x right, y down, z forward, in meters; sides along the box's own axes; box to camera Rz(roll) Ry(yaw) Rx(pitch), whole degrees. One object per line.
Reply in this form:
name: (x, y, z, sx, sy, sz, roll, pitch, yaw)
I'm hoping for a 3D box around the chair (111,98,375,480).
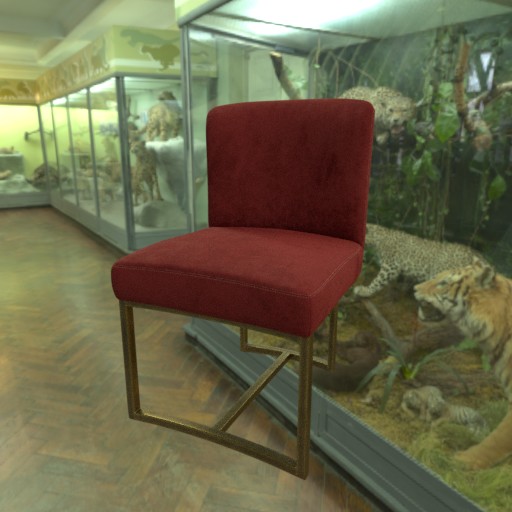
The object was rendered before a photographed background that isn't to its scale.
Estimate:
chair: (0.000, 0.000, 1.182, 0.530, 0.824, 0.560, 7, 16, 26)
